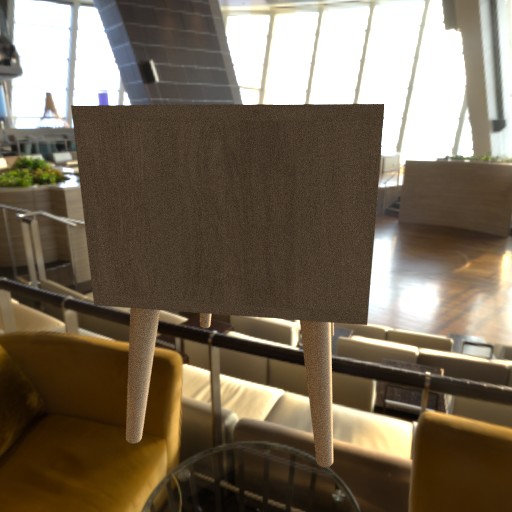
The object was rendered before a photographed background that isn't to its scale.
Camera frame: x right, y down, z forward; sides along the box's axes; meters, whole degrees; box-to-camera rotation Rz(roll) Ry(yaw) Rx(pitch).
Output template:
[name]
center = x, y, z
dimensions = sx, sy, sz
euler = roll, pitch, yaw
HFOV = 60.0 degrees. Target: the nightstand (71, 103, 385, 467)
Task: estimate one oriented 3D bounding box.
[nightstand]
center = 0.000, 0.000, 0.794
dimensions = 0.380, 0.500, 0.450
euler = 3, 17, 9
